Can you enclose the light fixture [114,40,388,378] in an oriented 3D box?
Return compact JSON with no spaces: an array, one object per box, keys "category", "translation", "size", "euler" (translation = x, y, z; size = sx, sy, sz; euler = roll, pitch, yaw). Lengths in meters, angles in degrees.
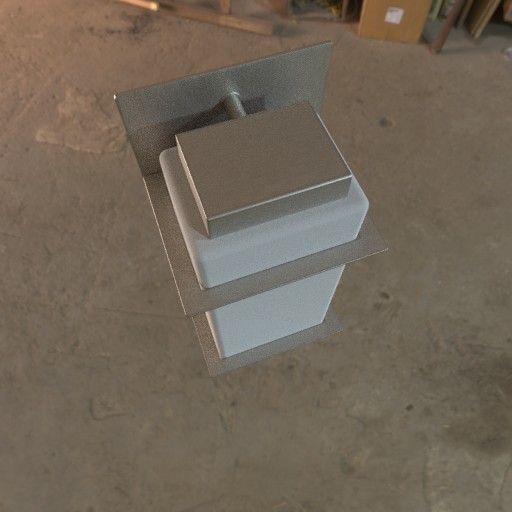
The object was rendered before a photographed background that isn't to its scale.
[{"category":"light fixture","translation":[0.000,0.000,0.465],"size":[0.168,0.380,0.160],"euler":[-18,64,-9]}]
